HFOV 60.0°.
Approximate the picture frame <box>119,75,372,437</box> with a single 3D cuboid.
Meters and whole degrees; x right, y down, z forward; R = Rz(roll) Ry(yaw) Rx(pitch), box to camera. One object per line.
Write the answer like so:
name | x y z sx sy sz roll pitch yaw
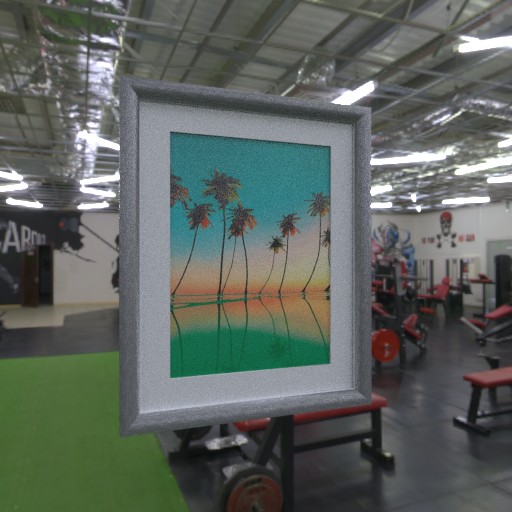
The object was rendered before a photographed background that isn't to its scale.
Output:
picture frame | 0.000 0.000 0.769 0.454 0.559 0.029 0 0 -19
